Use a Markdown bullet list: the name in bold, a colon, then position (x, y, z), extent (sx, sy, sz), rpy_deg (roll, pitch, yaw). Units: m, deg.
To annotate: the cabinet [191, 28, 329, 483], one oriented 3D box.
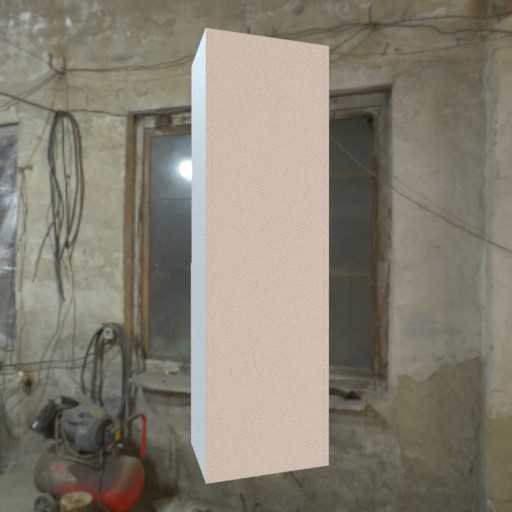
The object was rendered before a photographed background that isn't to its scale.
- **cabinet**: position (0.000, 0.000, 1.513), extent (0.400, 1.350, 0.300), rpy_deg (0, 0, -17)
